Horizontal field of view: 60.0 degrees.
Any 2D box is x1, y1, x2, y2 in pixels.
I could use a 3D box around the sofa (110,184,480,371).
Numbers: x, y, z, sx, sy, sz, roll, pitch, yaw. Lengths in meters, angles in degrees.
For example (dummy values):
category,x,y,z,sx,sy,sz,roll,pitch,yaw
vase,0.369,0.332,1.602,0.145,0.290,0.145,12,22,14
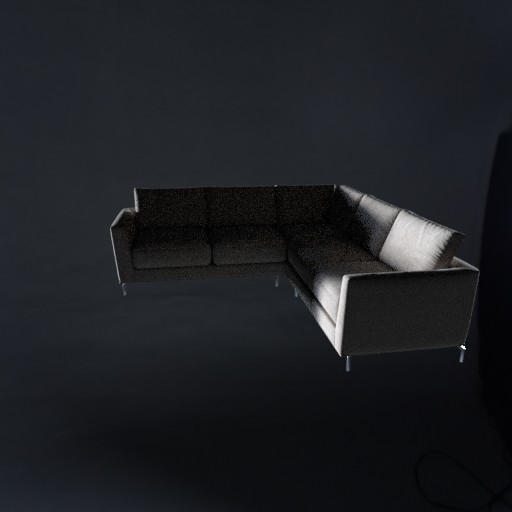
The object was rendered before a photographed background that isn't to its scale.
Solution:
category,x,y,z,sx,sy,sz,roll,pitch,yaw
sofa,0.000,0.000,3.693,2.438,0.864,2.438,-3,17,-9
